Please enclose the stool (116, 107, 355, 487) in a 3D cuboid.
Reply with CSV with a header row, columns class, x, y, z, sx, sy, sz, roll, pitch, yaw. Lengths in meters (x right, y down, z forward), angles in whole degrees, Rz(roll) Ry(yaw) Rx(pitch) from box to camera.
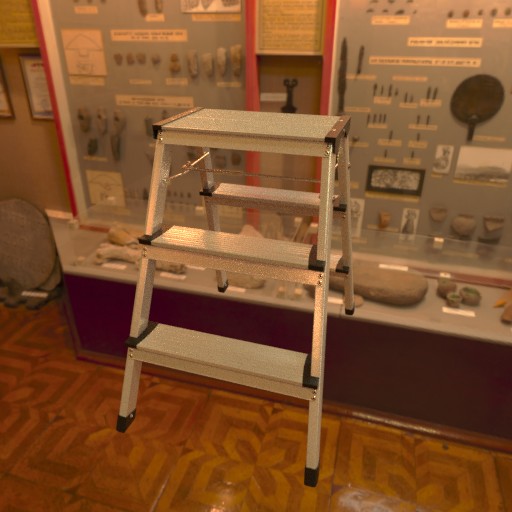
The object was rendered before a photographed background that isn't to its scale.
class,x,y,z,sx,sy,sz,roll,pitch,yaw
stool,0.000,0.000,1.011,0.437,0.605,0.622,9,29,16
